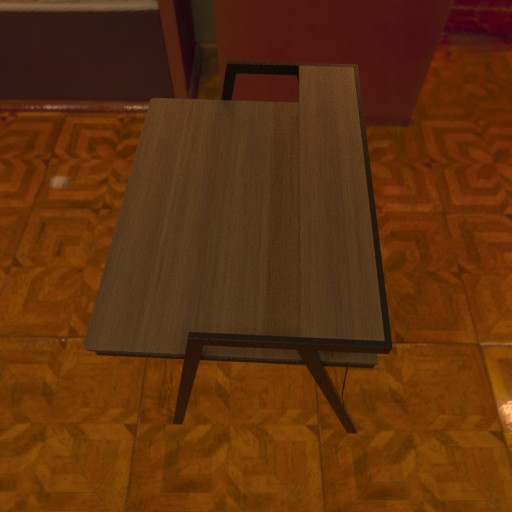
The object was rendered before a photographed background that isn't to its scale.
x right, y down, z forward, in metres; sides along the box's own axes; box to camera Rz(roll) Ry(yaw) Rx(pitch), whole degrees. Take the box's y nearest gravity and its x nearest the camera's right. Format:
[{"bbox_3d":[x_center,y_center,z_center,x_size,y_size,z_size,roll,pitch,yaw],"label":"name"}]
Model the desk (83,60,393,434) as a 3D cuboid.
[{"bbox_3d":[0.000,0.000,1.821,0.936,0.998,1.143,2,57,2],"label":"desk"}]
